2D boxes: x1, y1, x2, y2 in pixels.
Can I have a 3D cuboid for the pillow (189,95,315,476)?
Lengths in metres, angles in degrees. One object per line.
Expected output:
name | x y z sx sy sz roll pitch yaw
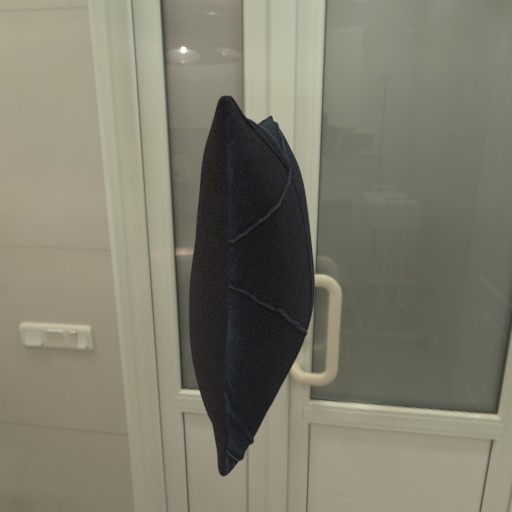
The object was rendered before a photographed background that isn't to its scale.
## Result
pillow | 0.000 0.000 0.685 0.183 0.440 0.439 2 16 8
